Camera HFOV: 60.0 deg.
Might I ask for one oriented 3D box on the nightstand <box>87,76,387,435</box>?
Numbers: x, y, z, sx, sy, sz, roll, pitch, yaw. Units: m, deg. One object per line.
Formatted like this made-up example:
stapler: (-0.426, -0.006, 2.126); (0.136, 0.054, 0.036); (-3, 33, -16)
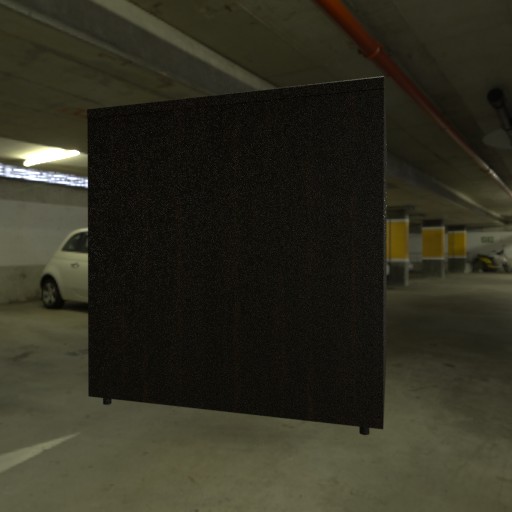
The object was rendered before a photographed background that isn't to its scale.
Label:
nightstand: (0.000, 0.000, 0.822); (0.461, 0.460, 0.400); (0, 1, 17)
